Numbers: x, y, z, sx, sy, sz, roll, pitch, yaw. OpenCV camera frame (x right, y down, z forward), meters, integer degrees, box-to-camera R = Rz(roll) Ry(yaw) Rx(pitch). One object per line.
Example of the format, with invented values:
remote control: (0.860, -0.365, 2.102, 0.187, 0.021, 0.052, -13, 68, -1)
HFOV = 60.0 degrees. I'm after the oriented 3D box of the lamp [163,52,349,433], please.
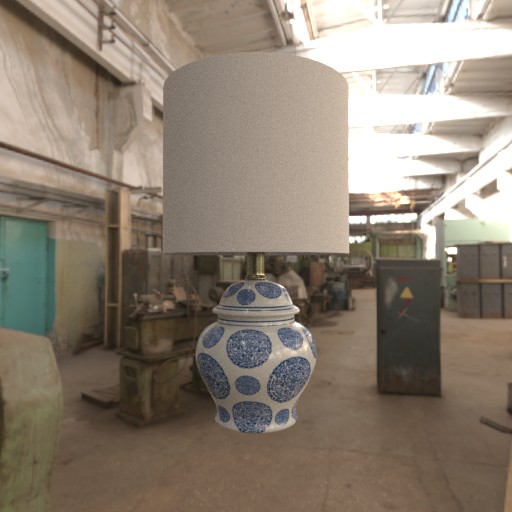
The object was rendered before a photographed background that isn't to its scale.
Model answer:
lamp: (0.000, 0.000, 0.521, 0.215, 0.381, 0.215, 0, -1, 16)
